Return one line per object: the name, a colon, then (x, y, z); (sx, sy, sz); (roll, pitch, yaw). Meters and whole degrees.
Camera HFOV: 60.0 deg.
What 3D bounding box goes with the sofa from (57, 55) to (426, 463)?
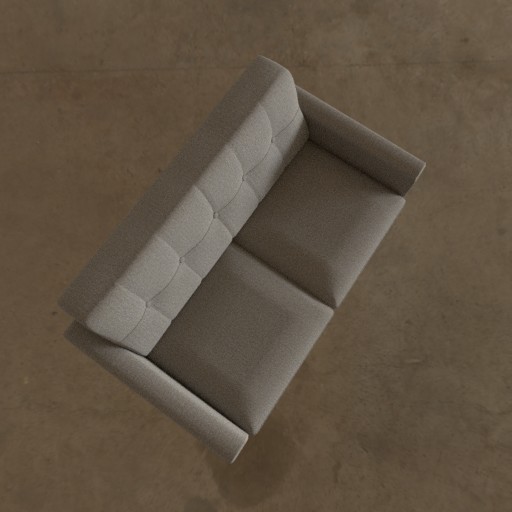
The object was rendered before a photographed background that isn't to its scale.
sofa: (0.000, 0.000, 2.204); (0.952, 0.925, 1.651); (34, 77, 9)
